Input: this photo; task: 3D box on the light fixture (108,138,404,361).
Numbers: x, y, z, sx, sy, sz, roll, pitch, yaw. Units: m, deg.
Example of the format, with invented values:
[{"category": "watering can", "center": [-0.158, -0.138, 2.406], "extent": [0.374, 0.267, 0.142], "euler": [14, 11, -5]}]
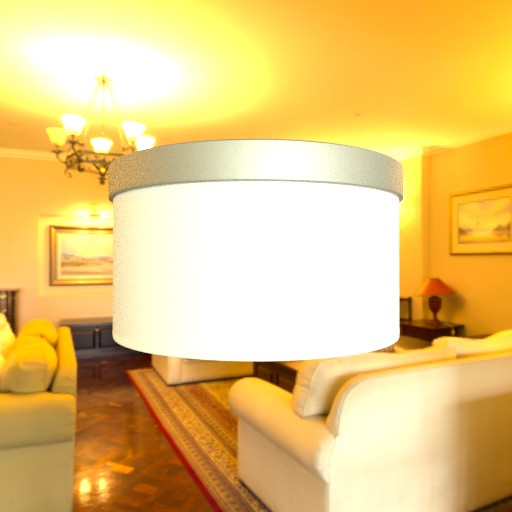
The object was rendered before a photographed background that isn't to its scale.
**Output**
[{"category": "light fixture", "center": [0.000, 0.000, 0.621], "extent": [0.393, 0.229, 0.393], "euler": [0, 0, 0]}]
